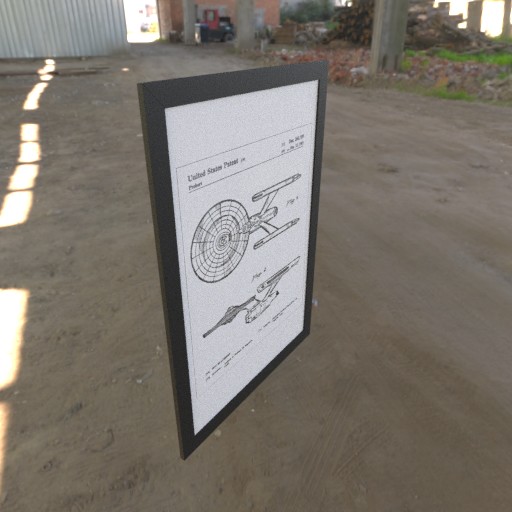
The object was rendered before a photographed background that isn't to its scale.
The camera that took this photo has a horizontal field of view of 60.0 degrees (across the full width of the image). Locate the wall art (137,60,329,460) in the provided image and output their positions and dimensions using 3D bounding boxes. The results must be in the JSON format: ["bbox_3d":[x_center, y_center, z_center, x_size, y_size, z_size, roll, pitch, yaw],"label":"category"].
[{"bbox_3d":[0.000,0.000,0.680,0.008,0.530,0.379,18,33,31],"label":"wall art"}]
